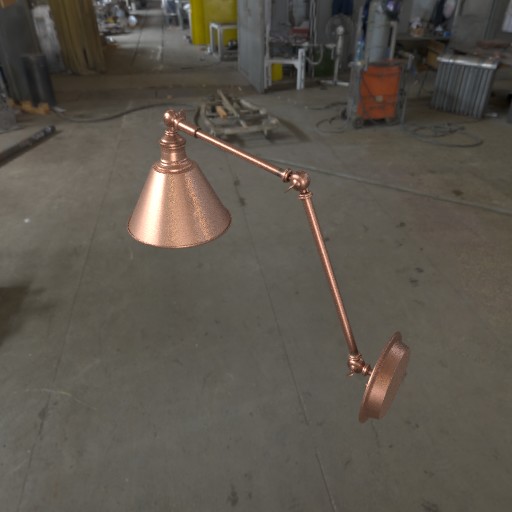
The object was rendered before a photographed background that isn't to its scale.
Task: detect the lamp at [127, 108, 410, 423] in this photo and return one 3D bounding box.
[{"bbox_3d":[0.000,0.000,0.872,0.624,0.502,0.223,21,39,29],"label":"lamp"}]
